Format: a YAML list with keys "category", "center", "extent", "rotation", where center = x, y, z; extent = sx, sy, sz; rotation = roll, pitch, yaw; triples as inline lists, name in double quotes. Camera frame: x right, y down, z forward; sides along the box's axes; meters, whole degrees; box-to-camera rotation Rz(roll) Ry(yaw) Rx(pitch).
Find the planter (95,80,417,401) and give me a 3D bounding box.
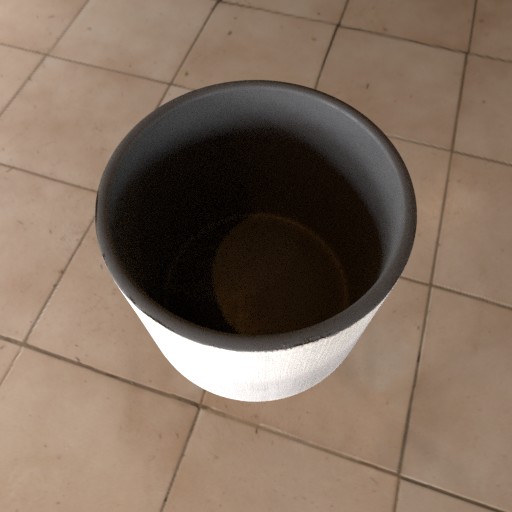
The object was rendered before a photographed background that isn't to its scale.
- category: "planter"
  center: [0.000, 0.000, 0.443]
  extent: [0.254, 0.221, 0.254]
  rotation: [0, 63, 0]
